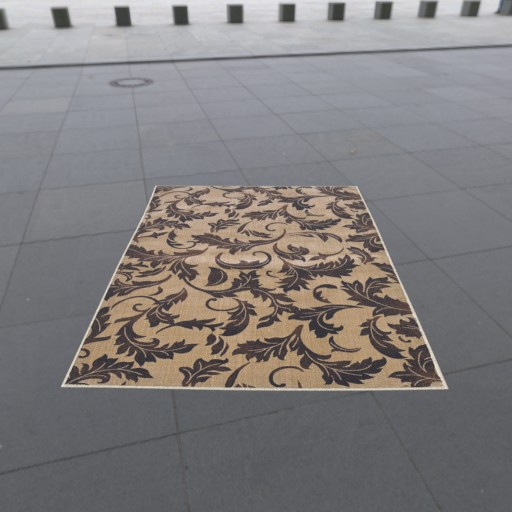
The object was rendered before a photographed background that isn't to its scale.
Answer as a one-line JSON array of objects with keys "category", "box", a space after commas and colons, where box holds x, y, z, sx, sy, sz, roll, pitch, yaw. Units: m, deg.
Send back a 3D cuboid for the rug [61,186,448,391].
[{"category": "rug", "box": [0.000, 0.000, 3.937, 2.380, 0.008, 2.977, 0, 33, 0]}]
